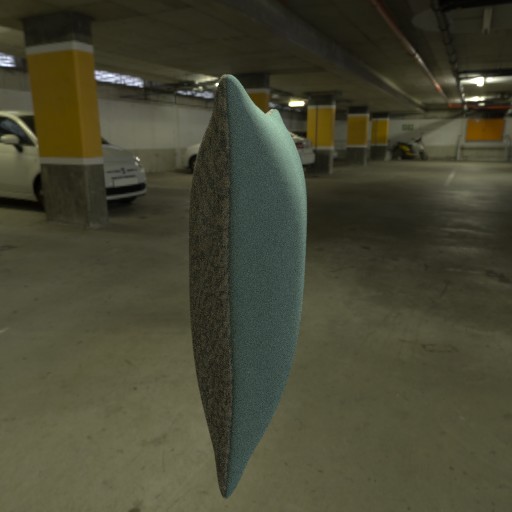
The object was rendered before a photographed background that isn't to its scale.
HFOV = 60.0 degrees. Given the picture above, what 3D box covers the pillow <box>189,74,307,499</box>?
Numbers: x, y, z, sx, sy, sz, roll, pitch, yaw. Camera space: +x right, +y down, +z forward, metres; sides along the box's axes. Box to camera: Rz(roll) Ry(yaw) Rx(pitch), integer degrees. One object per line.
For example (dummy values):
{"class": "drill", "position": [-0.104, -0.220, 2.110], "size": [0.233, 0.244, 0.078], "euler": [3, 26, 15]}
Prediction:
{"class": "pillow", "position": [0.000, 0.000, 0.751], "size": [0.166, 0.507, 0.526], "euler": [2, 15, 7]}
